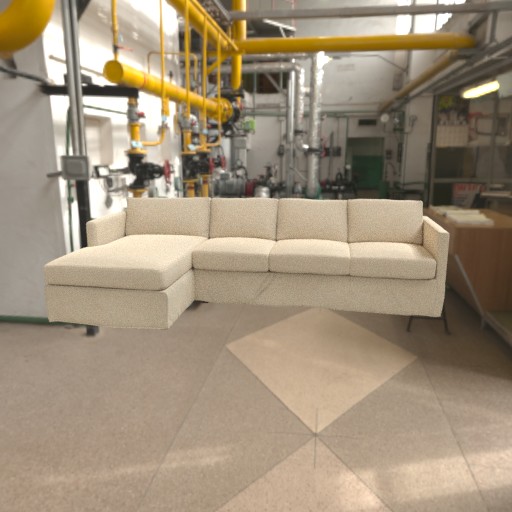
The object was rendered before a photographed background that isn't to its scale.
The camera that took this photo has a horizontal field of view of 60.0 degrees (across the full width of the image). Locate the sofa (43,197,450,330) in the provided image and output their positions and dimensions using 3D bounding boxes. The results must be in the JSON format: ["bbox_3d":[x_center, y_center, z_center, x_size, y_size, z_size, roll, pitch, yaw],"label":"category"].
[{"bbox_3d":[0.000,0.000,3.968,3.205,0.922,1.650,2,14,9],"label":"sofa"}]
